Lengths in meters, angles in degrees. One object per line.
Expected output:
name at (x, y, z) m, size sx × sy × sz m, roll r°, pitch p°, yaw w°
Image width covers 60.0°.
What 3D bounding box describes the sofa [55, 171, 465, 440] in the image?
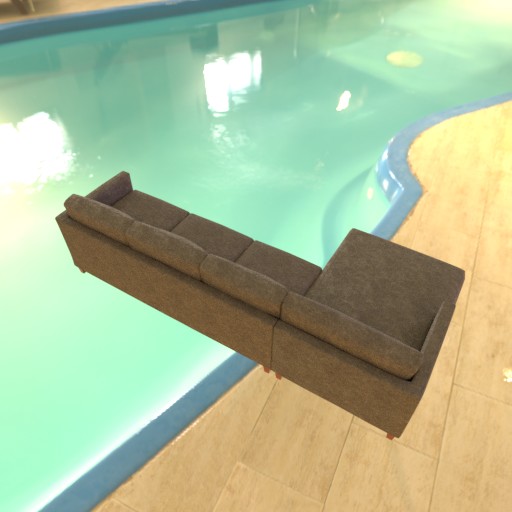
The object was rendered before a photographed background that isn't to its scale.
sofa at (0.000, 0.000, 4.141) m, size 3.471 × 0.954 × 1.606 m, roll 23°, pitch 50°, yaw 22°
